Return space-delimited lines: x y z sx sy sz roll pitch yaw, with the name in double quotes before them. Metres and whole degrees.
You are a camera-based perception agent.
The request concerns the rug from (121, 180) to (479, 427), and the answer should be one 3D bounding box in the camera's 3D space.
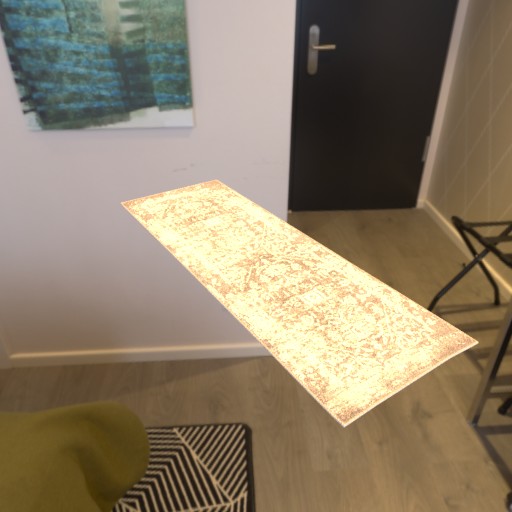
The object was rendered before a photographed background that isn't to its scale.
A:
"rug" 0.000 0.000 2.728 0.855 0.017 2.452 -19 36 -29
